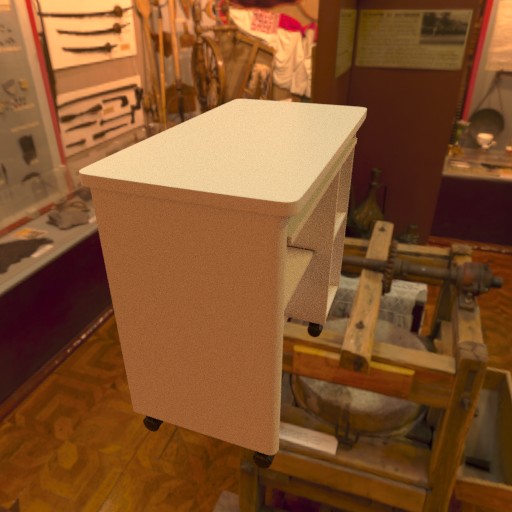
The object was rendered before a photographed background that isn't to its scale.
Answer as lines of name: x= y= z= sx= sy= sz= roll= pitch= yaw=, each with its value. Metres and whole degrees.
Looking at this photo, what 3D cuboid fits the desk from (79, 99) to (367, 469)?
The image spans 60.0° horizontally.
desk: x=0.000 y=0.000 z=1.375 sx=0.475 sy=0.763 sz=0.877 roll=10 pitch=31 yaw=18
